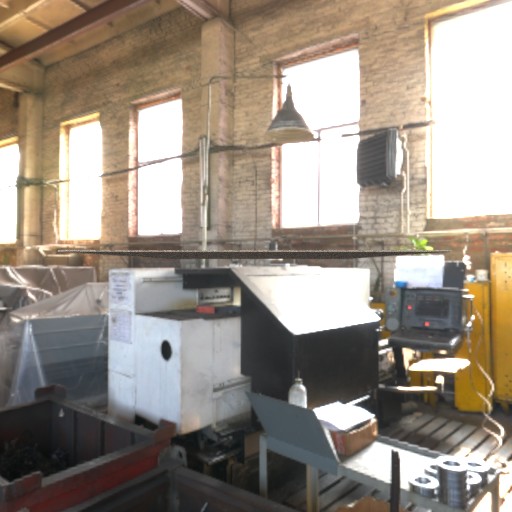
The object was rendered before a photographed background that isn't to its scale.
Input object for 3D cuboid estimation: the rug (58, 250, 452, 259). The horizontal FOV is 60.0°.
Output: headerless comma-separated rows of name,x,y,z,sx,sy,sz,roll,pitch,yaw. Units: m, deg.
rug,0.000,0.000,4.318,2.437,0.015,3.205,0,-1,0
